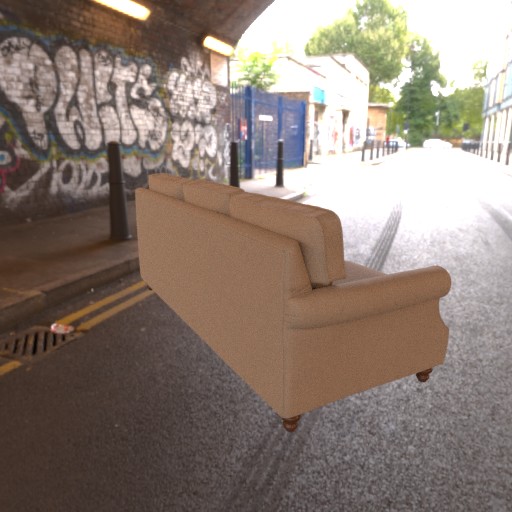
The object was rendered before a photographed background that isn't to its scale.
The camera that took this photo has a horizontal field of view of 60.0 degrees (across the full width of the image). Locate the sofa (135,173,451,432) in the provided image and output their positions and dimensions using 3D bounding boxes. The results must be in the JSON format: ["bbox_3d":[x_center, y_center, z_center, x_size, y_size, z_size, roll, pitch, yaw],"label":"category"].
[{"bbox_3d":[0.000,0.000,2.813,0.966,0.948,2.354,-8,17,-28],"label":"sofa"}]
